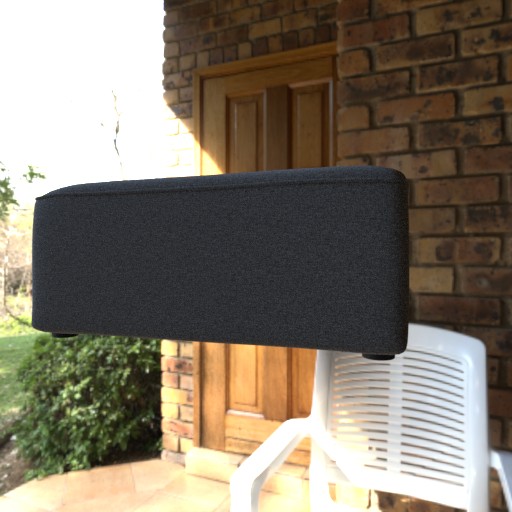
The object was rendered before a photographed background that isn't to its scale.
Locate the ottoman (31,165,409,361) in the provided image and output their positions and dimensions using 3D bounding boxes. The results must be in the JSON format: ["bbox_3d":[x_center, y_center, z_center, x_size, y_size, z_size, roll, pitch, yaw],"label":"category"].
[{"bbox_3d":[0.000,0.000,1.550,1.005,0.464,1.015,0,0,18],"label":"ottoman"}]
